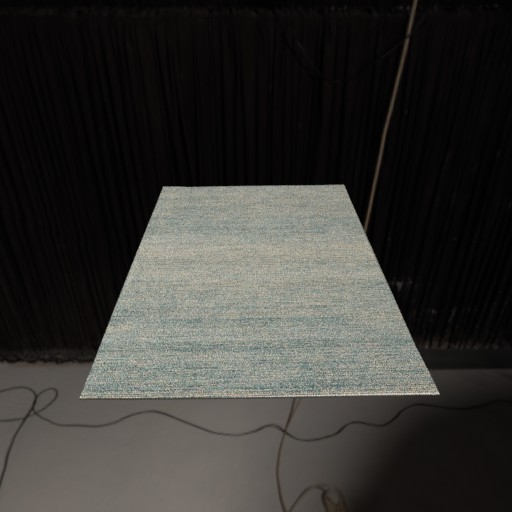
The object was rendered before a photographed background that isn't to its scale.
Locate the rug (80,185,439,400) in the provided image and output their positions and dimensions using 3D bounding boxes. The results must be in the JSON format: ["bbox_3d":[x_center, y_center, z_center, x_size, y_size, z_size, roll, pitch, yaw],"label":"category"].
[{"bbox_3d":[0.000,0.000,5.139,2.802,0.052,4.078,0,32,-1],"label":"rug"}]
